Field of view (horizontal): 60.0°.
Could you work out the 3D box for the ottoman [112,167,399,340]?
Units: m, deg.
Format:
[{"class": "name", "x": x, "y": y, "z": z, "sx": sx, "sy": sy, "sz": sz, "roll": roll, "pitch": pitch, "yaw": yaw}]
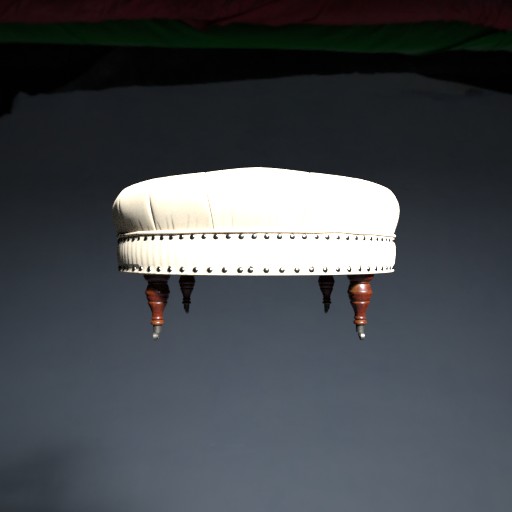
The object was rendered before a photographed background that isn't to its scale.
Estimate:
[{"class": "ottoman", "x": 0.000, "y": 0.000, "z": 1.423, "sx": 0.901, "sy": 0.439, "sz": 0.901, "roll": 0, "pitch": 0, "yaw": 0}]
